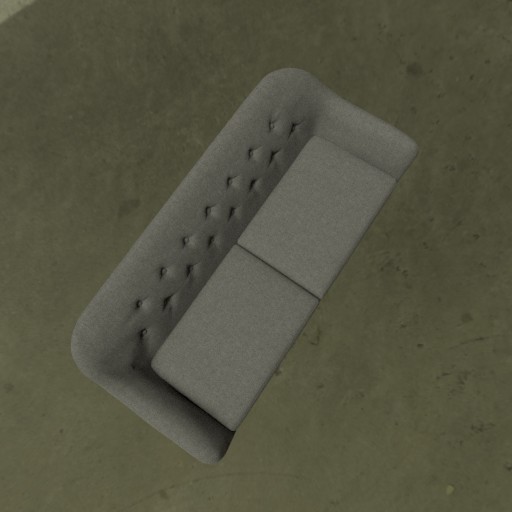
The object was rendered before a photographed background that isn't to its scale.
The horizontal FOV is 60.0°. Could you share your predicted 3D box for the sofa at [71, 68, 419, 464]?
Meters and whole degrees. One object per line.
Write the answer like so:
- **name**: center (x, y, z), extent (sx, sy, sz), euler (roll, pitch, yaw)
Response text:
- **sofa**: center (0.000, 0.000, 2.260), extent (0.820, 0.820, 1.840), euler (34, 79, 7)
